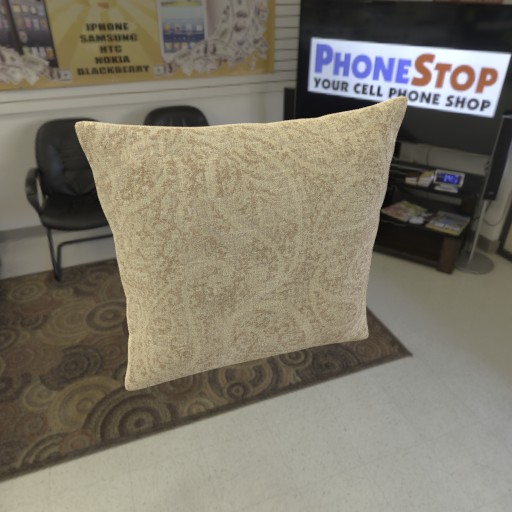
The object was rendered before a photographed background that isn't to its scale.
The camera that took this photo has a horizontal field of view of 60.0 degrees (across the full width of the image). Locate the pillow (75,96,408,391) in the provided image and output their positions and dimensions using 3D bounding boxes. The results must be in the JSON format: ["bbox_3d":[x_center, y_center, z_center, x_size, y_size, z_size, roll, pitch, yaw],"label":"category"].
[{"bbox_3d":[0.000,0.000,0.787,0.523,0.510,0.166,-9,33,-15],"label":"pillow"}]
